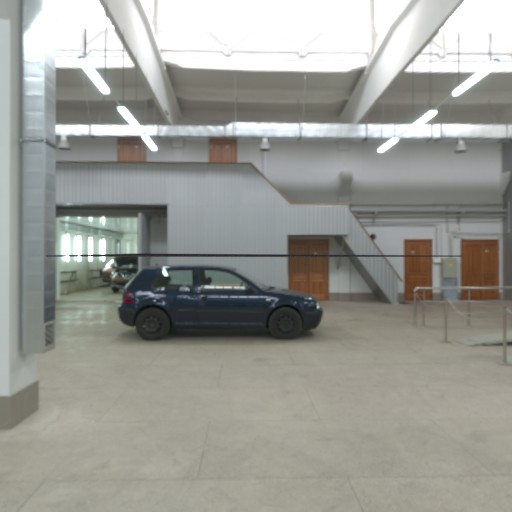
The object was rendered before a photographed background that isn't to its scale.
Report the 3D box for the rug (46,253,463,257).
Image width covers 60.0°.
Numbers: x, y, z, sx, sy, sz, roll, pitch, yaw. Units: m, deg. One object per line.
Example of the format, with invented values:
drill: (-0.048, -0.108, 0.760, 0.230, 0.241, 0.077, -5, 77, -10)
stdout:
rug: (0.000, 0.000, 2.920, 2.232, 0.009, 1.630, 0, 0, -37)
